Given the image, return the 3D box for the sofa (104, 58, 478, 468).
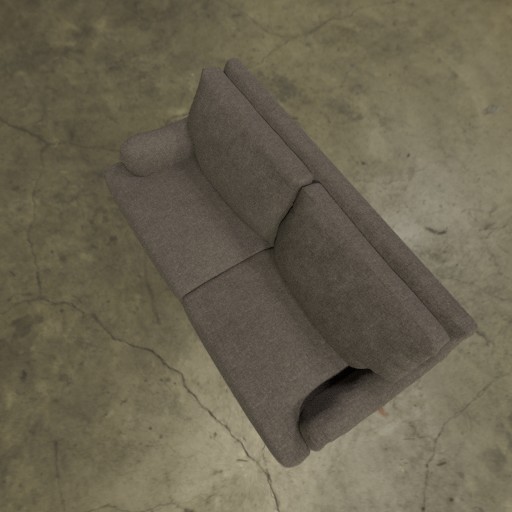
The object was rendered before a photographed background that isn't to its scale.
[{"bbox_3d":[0.000,0.000,2.675,1.087,1.054,2.160,-31,68,-14],"label":"sofa"}]
